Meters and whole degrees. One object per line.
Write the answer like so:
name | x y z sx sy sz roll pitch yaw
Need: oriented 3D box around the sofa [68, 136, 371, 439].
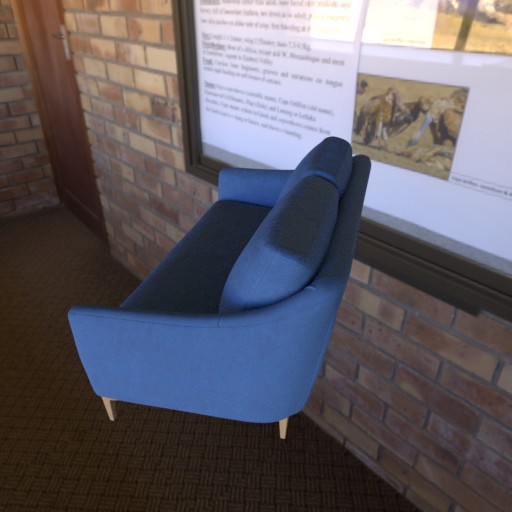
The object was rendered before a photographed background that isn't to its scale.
sofa | 0.000 0.000 2.183 0.960 0.902 1.619 8 32 14
